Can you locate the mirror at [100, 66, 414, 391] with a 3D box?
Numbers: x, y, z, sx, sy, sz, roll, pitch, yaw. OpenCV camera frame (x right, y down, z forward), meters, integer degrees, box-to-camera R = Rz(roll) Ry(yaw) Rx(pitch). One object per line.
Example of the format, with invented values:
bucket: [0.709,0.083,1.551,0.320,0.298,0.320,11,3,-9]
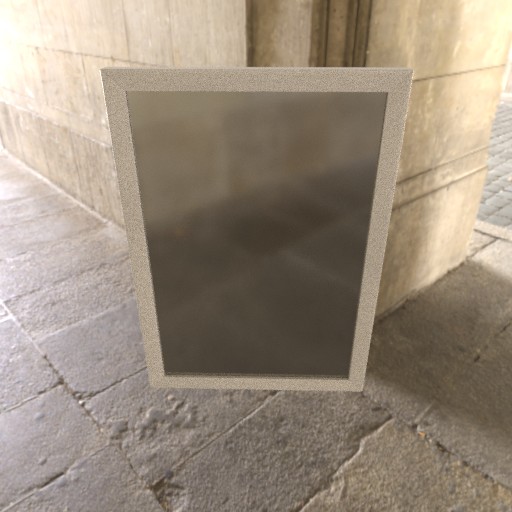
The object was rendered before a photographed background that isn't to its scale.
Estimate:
mirror: [0.000,0.000,0.905,0.507,0.710,0.040,1,29,1]
